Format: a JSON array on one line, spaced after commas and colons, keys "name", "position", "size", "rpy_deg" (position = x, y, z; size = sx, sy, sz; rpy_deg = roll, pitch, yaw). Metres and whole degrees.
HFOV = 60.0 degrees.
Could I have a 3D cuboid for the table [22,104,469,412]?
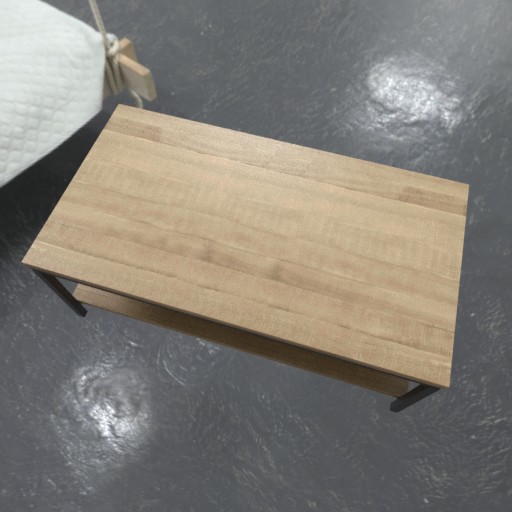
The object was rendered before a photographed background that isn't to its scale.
[{"name": "table", "position": [0.000, 0.000, 1.346], "size": [1.062, 0.393, 0.574], "rpy_deg": [15, 63, 8]}]
